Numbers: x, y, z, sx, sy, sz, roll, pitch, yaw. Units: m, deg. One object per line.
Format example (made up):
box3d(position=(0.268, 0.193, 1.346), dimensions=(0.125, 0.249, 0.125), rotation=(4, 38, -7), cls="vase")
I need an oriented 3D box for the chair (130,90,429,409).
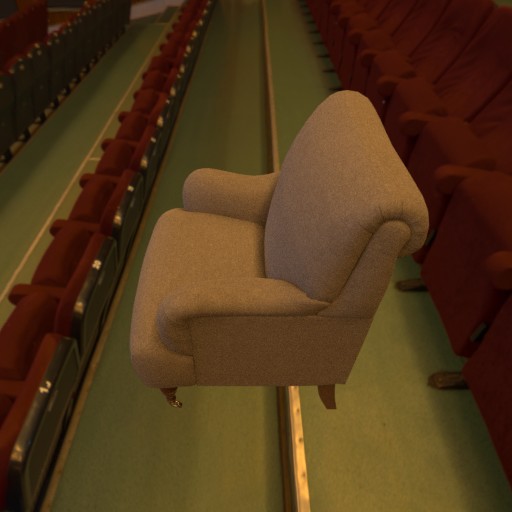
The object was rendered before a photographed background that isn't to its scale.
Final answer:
box3d(position=(0.000, 0.000, 1.574), dimensions=(0.843, 0.942, 0.766), rotation=(-1, 41, -1), cls="chair")
